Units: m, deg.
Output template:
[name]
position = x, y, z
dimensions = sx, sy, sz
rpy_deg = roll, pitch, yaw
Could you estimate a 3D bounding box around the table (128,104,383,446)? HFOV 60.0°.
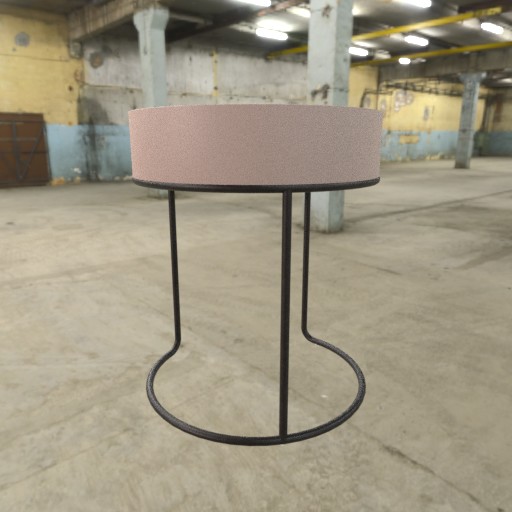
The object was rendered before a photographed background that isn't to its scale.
[table]
position = 0.000, 0.000, 0.870
dimensions = 0.450, 0.530, 0.450
rpy_deg = 0, 14, 0
